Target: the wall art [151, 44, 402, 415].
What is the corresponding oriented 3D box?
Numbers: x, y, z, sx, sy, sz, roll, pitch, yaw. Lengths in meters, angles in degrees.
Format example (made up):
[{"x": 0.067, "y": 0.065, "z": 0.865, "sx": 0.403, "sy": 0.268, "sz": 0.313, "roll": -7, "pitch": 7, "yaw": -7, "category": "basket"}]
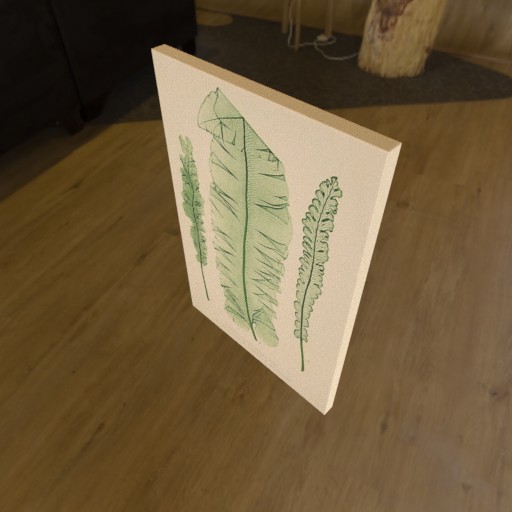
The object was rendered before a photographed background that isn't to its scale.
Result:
[{"x": 0.000, "y": 0.000, "z": 1.175, "sx": 0.610, "sy": 0.914, "sz": 0.038, "roll": 34, "pitch": 54, "yaw": 29, "category": "wall art"}]
